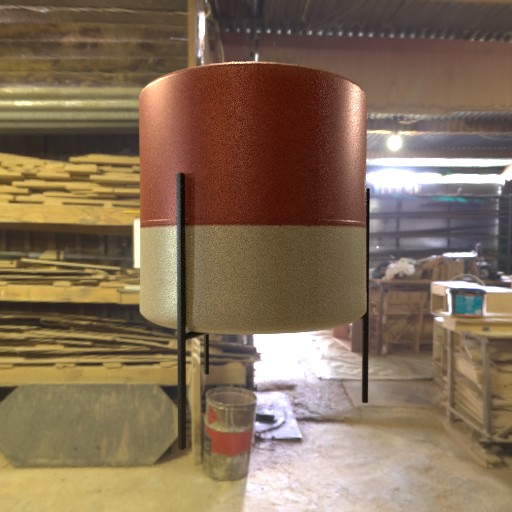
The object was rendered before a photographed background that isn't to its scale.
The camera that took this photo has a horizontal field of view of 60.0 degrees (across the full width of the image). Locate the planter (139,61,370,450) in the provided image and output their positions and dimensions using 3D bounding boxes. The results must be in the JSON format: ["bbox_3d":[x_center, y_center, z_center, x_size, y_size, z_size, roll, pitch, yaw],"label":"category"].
[{"bbox_3d":[0.000,0.000,0.692,0.354,0.465,0.345,0,2,-1],"label":"planter"}]
